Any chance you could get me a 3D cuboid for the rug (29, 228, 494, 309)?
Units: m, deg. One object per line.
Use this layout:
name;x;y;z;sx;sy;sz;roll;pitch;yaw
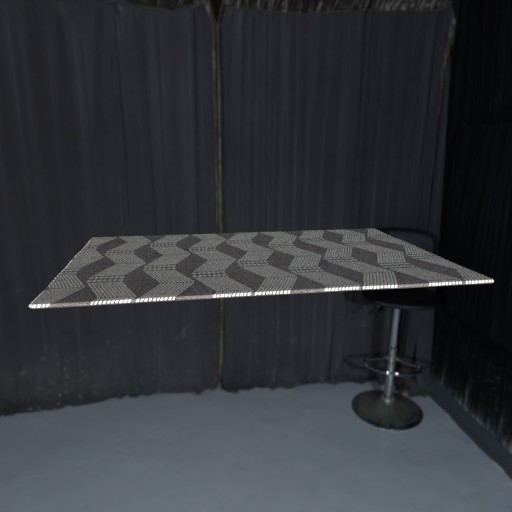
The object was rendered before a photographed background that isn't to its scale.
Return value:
rug;0.000;0.000;2.285;1.833;0.016;1.210;-2;14;-9
